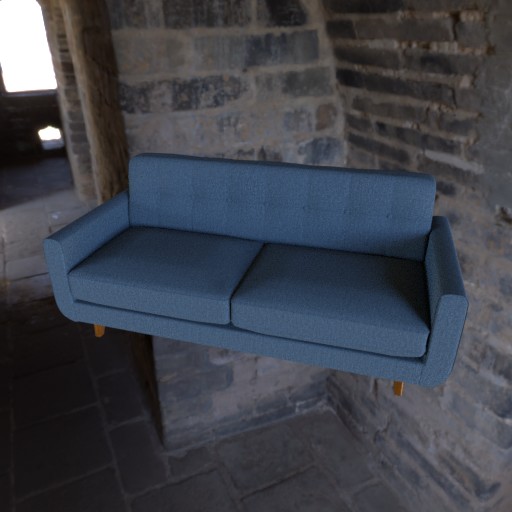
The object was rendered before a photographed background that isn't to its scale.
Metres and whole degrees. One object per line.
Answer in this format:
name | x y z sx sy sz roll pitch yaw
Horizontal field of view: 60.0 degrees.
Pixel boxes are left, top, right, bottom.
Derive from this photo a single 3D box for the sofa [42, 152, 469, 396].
sofa | 0.000 0.000 2.491 2.055 0.884 0.942 7 28 14
